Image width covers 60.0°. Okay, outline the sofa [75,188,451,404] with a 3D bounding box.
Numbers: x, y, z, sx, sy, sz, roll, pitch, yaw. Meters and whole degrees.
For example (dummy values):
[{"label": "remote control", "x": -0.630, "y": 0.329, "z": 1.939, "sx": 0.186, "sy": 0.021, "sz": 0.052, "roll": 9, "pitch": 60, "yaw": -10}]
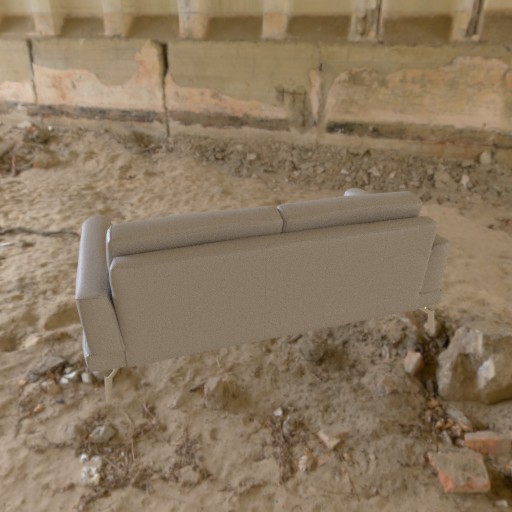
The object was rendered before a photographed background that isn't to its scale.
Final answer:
[{"label": "sofa", "x": 0.000, "y": 0.000, "z": 2.866, "sx": 2.177, "sy": 0.930, "sz": 1.121, "roll": -8, "pitch": 28, "yaw": -16}]
